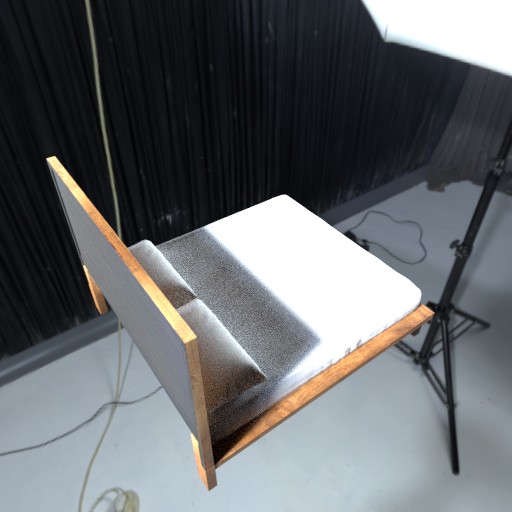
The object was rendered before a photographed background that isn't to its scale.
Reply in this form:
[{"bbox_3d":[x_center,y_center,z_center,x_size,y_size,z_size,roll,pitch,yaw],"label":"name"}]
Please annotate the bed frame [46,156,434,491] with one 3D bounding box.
[{"bbox_3d":[0.000,0.000,3.536,2.235,1.537,2.038,-25,47,-26],"label":"bed frame"}]
